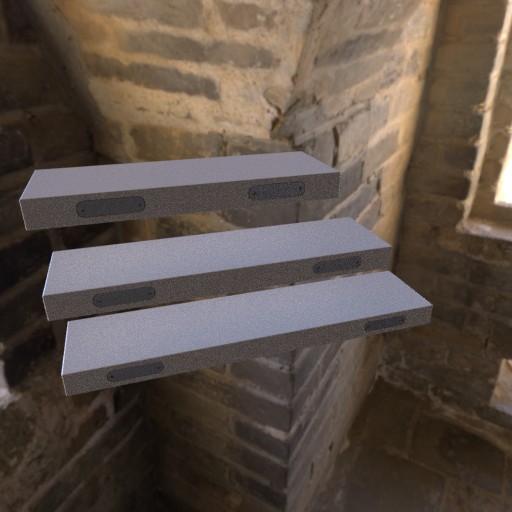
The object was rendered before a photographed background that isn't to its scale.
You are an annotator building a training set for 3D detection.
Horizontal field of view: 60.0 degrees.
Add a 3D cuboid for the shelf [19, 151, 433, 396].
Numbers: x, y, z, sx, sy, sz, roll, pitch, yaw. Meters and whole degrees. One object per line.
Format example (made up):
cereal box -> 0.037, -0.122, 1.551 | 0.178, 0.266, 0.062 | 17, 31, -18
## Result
shelf -> 0.000, 0.000, 0.710 | 0.610, 0.293, 0.140 | -8, 27, -16
